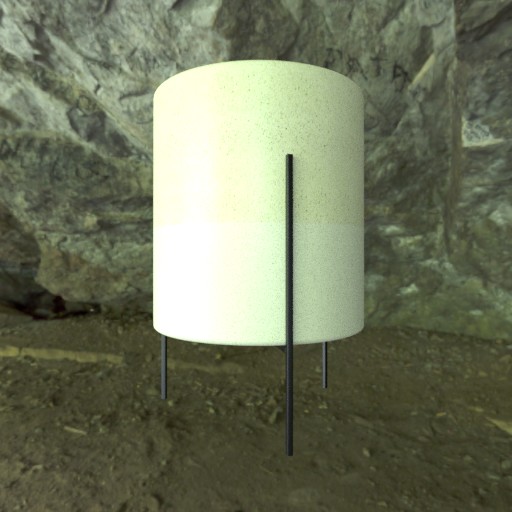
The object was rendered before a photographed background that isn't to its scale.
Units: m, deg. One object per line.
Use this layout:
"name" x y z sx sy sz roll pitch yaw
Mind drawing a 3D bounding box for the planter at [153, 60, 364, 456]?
"planter" 0.000 0.000 0.702 0.333 0.483 0.324 0 0 17
